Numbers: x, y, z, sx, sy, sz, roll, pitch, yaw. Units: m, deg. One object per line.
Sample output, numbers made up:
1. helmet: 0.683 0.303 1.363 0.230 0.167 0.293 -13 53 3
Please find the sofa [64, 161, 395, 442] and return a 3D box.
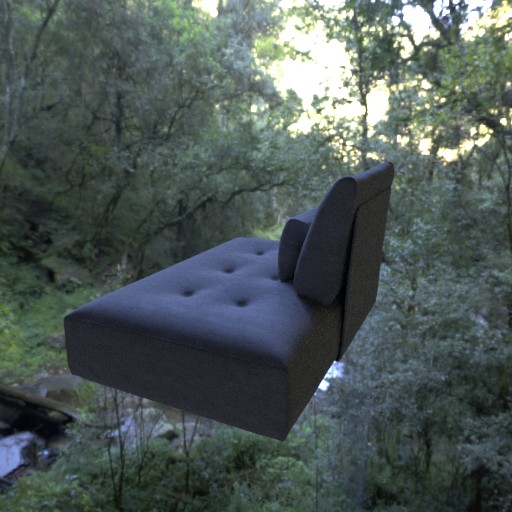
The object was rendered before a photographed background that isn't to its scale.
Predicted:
1. sofa: 0.000 0.000 2.082 1.002 0.820 1.450 7 17 25
